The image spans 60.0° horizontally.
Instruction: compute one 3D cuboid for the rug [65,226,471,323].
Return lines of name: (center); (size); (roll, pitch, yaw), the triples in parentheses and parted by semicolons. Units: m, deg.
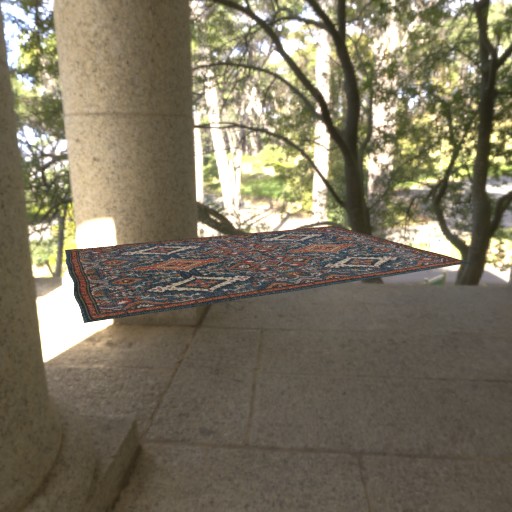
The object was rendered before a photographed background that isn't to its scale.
rug: (0.000, 0.000, 4.313); (3.371, 0.008, 2.190); (-6, 15, -25)
